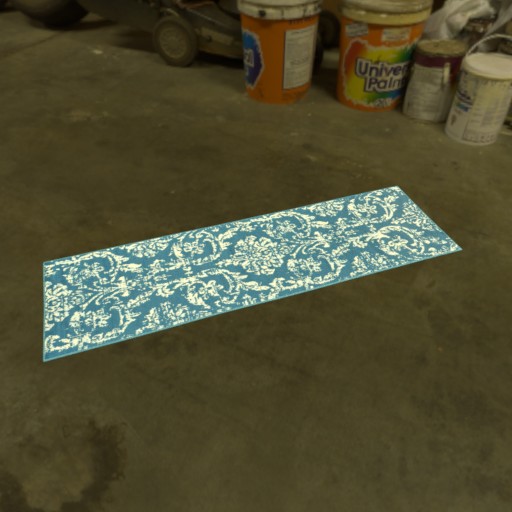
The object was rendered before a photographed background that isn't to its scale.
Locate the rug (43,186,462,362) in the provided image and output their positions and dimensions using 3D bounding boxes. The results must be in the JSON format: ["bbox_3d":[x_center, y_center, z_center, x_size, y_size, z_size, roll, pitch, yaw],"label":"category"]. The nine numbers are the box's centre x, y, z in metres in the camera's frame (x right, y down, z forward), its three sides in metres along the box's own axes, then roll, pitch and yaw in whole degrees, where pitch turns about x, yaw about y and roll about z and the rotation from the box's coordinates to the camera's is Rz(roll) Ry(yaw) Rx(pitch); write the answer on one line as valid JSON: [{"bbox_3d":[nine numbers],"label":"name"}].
[{"bbox_3d":[0.000,0.000,2.419,2.196,0.011,0.662,-13,45,-14],"label":"rug"}]
